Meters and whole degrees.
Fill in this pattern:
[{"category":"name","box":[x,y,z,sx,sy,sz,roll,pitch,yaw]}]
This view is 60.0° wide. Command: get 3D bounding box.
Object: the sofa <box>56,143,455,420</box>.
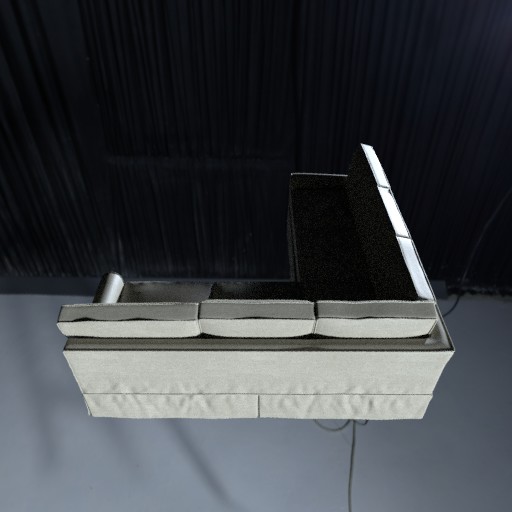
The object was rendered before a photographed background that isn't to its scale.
[{"category":"sofa","box":[0.000,0.000,4.062,2.623,1.081,2.618,0,41,0]}]
